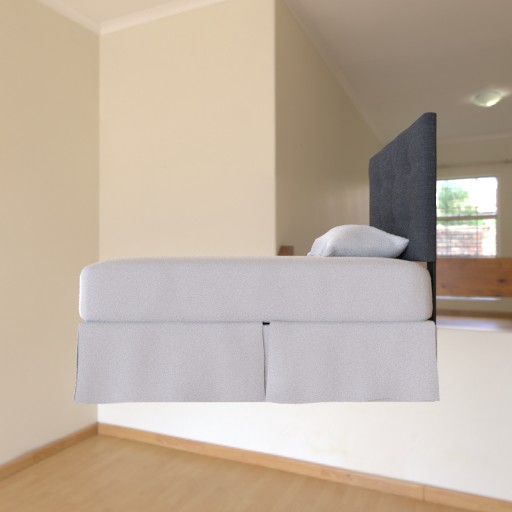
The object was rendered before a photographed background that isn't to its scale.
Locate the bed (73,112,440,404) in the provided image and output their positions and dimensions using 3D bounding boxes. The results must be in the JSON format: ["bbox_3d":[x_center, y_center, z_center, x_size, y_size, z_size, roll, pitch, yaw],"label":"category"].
[{"bbox_3d":[0.000,0.000,2.958,1.997,1.571,1.261,0,0,0],"label":"bed"}]
